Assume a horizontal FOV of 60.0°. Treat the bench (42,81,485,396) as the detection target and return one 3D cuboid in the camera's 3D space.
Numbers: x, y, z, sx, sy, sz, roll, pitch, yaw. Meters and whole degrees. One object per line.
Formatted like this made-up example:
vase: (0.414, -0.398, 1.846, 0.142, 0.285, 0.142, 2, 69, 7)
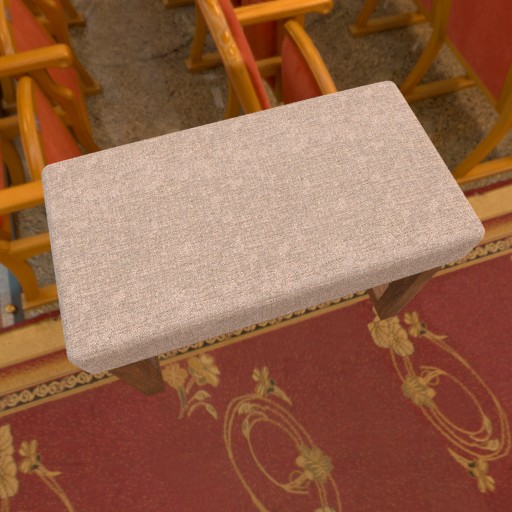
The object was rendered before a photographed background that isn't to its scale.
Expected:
bench: (0.000, 0.000, 0.943, 0.681, 0.467, 0.366, -16, 66, -8)
